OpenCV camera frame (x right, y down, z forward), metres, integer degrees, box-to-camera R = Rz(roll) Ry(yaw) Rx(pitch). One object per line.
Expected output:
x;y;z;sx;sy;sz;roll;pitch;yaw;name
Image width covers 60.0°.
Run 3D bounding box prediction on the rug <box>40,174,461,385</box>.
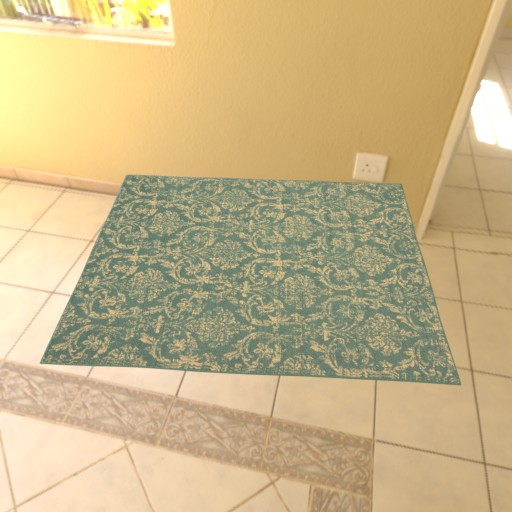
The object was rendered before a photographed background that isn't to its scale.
0.000;0.000;3.955;2.980;0.012;2.363;2;45;2;rug
